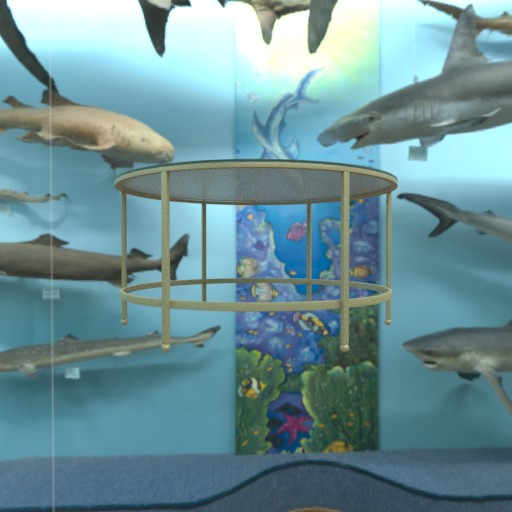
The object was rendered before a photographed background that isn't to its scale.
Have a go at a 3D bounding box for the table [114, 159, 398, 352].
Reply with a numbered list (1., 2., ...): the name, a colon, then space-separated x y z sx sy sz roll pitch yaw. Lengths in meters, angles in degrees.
1. table: 0.000 0.000 1.496 0.914 0.470 0.914 0 1 0
